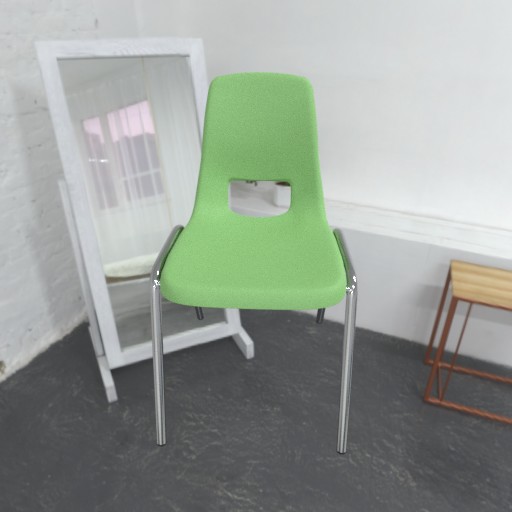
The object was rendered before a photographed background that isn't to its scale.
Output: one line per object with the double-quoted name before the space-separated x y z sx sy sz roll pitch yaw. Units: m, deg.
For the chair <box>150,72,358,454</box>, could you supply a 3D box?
"chair" 0.000 0.000 0.911 0.381 0.653 0.436 1 30 2
